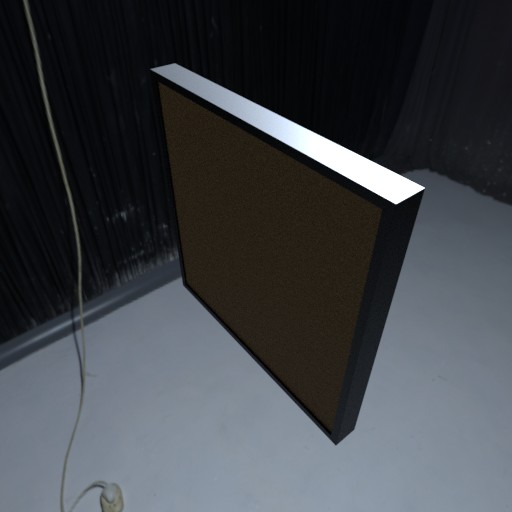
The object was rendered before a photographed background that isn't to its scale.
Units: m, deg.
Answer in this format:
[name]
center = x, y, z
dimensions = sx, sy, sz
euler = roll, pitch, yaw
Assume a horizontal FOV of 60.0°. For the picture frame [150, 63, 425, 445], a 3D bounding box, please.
[picture frame]
center = 0.000, 0.000, 0.480
dimensions = 0.030, 0.317, 0.317
euler = -28, 48, -28
